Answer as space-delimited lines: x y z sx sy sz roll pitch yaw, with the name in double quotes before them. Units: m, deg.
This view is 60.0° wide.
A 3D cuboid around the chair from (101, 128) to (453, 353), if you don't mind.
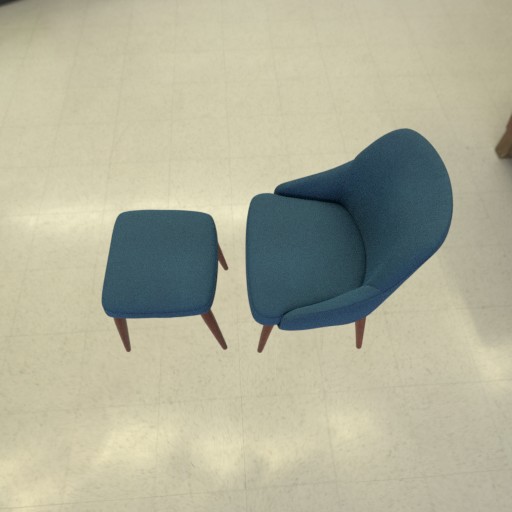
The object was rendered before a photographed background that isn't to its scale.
"chair" 0.000 0.000 1.634 1.114 0.866 0.584 -1 59 -1
